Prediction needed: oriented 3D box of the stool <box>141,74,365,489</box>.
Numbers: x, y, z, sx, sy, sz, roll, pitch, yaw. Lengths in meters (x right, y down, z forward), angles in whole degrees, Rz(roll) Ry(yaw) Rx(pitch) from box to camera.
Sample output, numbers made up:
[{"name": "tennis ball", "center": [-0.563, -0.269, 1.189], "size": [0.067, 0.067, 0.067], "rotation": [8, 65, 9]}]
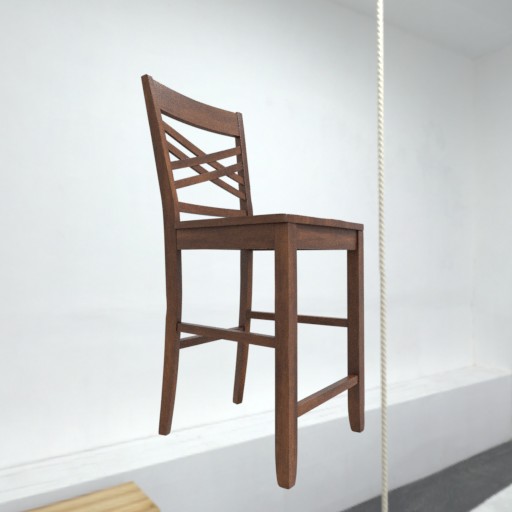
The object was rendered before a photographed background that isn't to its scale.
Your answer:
[{"name": "stool", "center": [0.000, 0.000, 1.353], "size": [0.539, 1.079, 0.462], "rotation": [0, 0, 37]}]
